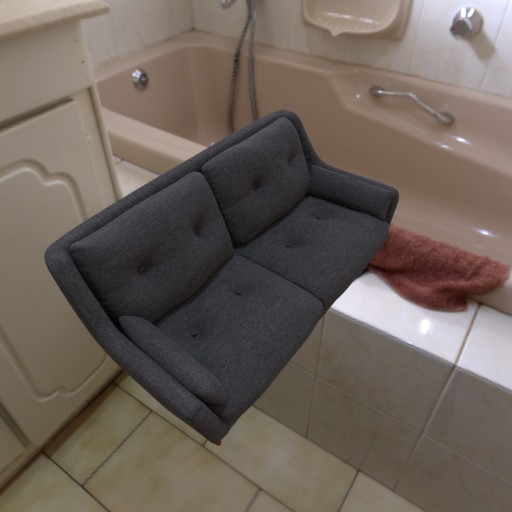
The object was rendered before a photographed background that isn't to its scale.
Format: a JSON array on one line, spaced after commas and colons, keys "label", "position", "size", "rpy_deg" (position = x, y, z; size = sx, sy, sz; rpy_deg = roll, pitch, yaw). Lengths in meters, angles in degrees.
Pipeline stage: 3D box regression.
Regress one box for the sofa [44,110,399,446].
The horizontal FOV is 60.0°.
[{"label": "sofa", "position": [0.000, 0.000, 2.467], "size": [0.975, 0.896, 1.929], "rpy_deg": [26, 48, 26]}]
